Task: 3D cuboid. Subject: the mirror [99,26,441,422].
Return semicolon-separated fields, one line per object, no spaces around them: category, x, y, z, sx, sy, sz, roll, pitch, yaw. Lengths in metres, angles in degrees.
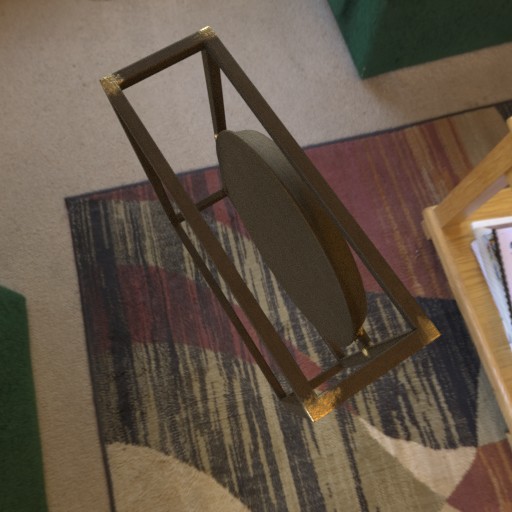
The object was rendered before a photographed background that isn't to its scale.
mirror;0.000;0.000;0.471;0.107;0.303;0.306;-31;75;-9
